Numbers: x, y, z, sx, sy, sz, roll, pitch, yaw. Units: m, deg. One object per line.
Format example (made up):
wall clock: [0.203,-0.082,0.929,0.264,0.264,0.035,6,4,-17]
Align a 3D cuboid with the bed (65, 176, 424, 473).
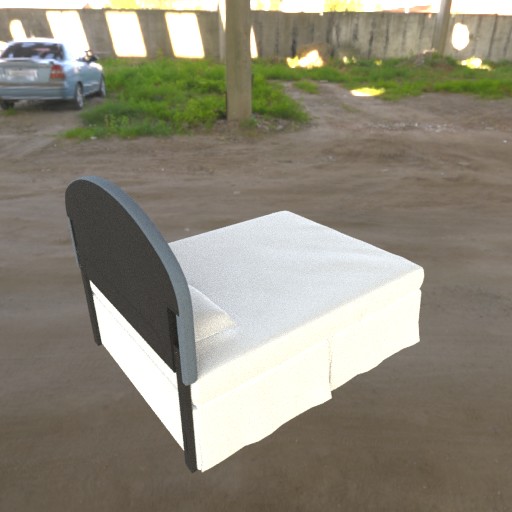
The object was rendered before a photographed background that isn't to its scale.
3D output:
bed: [0.000,0.000,3.091,2.005,1.410,1.607,-19,32,-34]
